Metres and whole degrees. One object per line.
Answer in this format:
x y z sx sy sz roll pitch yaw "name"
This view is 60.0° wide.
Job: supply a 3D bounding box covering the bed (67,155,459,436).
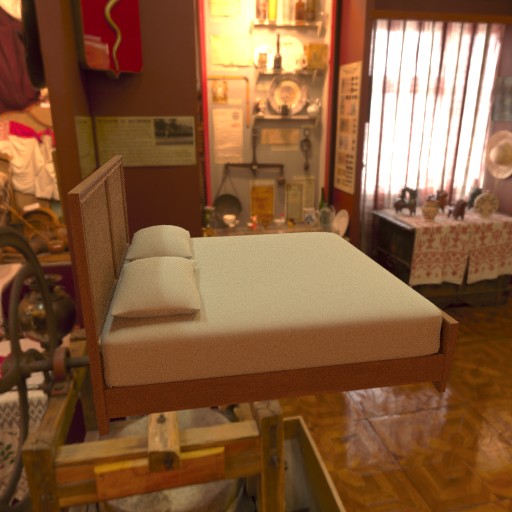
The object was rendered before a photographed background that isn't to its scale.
0.000 0.000 3.434 2.184 1.387 2.003 -3 18 -10 "bed"
